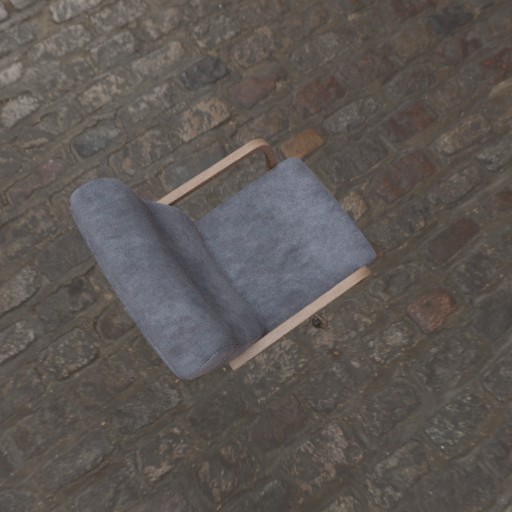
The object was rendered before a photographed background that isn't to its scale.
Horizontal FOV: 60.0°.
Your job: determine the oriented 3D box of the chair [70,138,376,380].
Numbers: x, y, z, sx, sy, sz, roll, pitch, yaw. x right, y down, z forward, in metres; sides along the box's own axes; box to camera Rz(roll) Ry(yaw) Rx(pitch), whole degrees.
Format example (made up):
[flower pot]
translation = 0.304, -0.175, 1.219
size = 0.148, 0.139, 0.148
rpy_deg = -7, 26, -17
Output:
[chair]
translation = 0.000, 0.000, 1.460
size = 0.741, 1.029, 0.640
rpy_deg = -34, 77, -9
